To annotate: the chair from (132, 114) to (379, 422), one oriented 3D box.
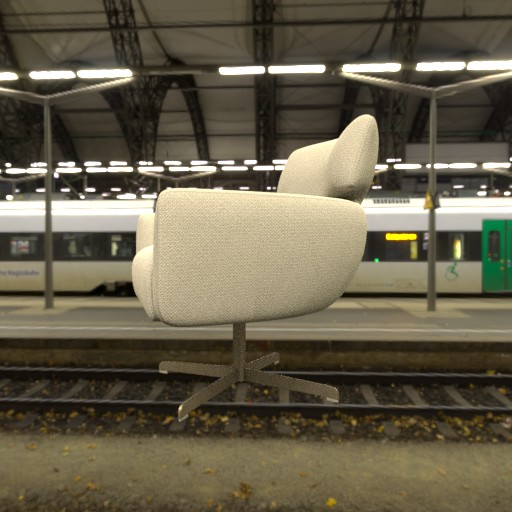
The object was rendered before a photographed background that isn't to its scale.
[{"bbox_3d":[0.000,0.000,1.396,0.730,0.810,0.760,0,1,-18],"label":"chair"}]
